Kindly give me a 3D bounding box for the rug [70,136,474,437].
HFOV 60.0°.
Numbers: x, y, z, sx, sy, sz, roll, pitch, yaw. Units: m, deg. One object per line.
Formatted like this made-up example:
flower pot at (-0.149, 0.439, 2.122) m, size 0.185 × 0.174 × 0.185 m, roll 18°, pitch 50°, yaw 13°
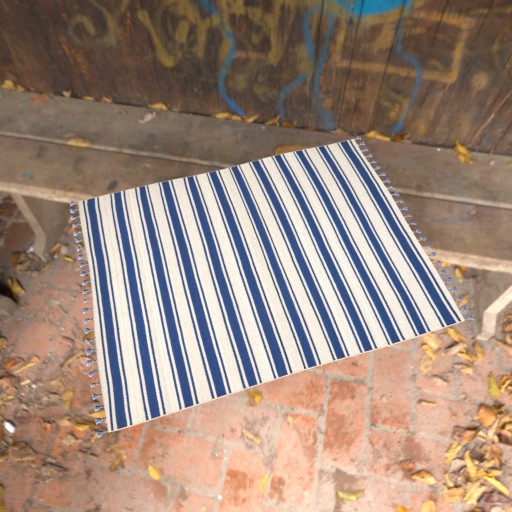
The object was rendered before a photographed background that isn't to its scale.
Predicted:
rug at (0.000, 0.000, 4.369) m, size 3.416 × 0.016 × 2.471 m, roll -15°, pitch 59°, yaw -9°
